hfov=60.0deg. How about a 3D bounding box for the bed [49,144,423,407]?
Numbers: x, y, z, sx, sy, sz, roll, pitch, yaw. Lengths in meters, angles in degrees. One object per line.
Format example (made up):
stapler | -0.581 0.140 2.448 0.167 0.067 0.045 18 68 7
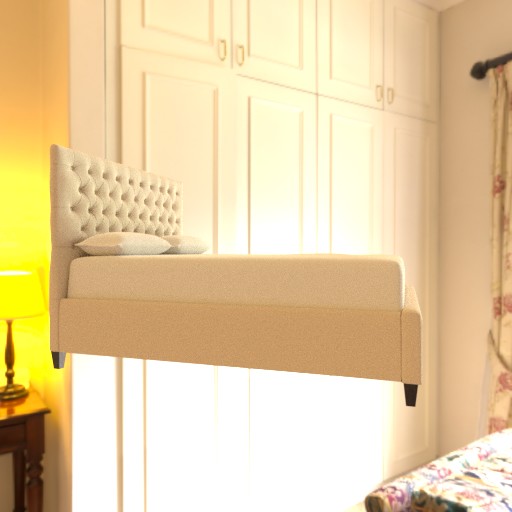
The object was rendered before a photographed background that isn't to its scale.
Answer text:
bed | 0.000 0.000 3.244 2.233 1.426 1.696 0 1 18
